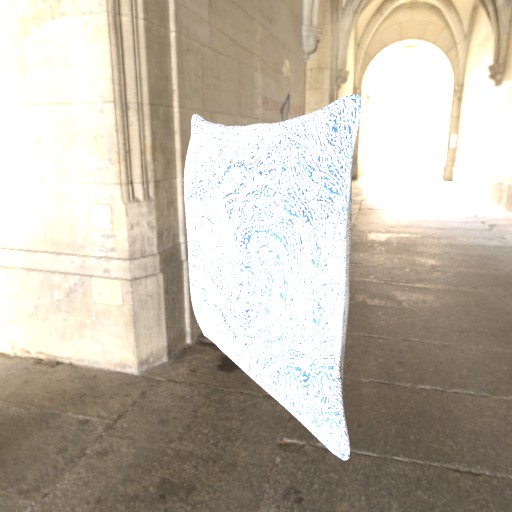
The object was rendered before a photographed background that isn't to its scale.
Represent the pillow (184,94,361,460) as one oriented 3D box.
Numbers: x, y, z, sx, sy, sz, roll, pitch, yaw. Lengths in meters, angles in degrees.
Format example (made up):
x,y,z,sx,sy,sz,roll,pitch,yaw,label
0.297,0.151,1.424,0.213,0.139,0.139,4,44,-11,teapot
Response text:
x,y,z,sx,sy,sz,roll,pitch,yaw,label
0.000,0.000,0.797,0.166,0.510,0.523,-8,17,-28,pillow
